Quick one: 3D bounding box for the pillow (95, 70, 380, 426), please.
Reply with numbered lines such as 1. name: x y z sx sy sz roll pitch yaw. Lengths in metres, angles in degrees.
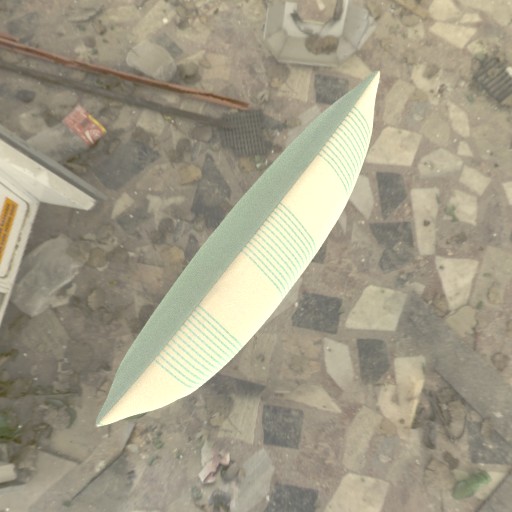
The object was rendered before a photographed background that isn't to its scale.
1. pillow: 0.000 0.000 0.715 0.151 0.287 0.610 36 79 8
